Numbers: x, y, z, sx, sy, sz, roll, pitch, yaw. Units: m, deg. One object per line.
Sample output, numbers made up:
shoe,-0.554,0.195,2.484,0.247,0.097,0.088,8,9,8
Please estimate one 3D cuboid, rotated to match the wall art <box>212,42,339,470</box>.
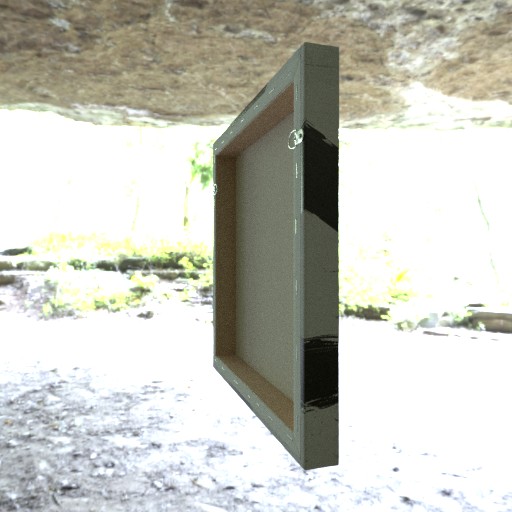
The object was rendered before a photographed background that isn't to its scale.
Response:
wall art,0.000,0.000,0.768,0.050,0.508,0.507,0,0,-18
